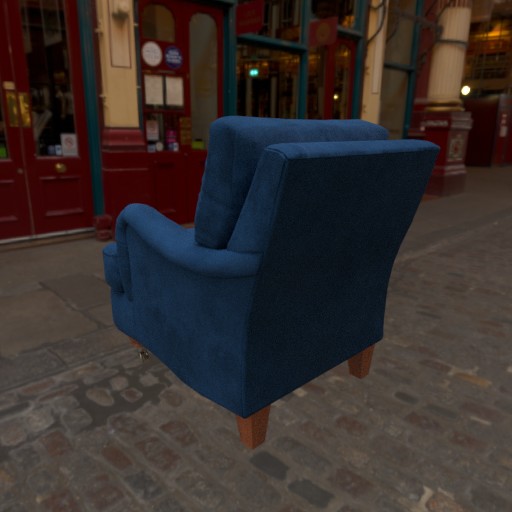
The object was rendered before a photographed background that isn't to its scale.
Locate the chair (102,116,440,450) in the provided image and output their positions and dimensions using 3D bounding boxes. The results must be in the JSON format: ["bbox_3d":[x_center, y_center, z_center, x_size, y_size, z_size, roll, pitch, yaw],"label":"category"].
[{"bbox_3d":[0.000,0.000,1.823,0.895,1.076,1.078,-15,21,-41],"label":"chair"}]
